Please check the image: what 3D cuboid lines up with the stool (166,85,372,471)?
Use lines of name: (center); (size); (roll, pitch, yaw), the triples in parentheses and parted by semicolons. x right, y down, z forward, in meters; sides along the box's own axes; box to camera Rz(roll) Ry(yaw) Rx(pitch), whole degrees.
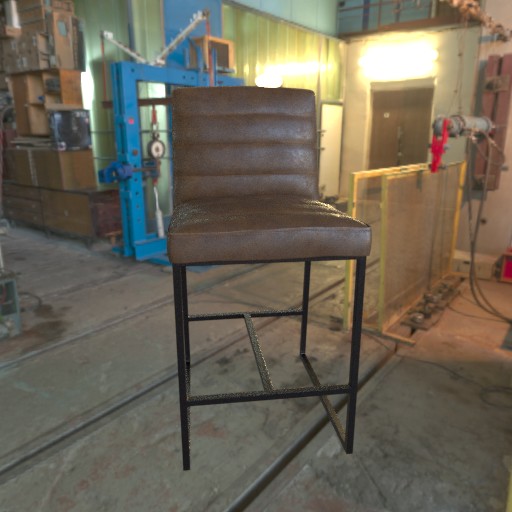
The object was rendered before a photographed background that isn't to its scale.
stool: (0.000, 0.000, 1.246); (0.463, 0.942, 0.562); (-2, 16, -8)
